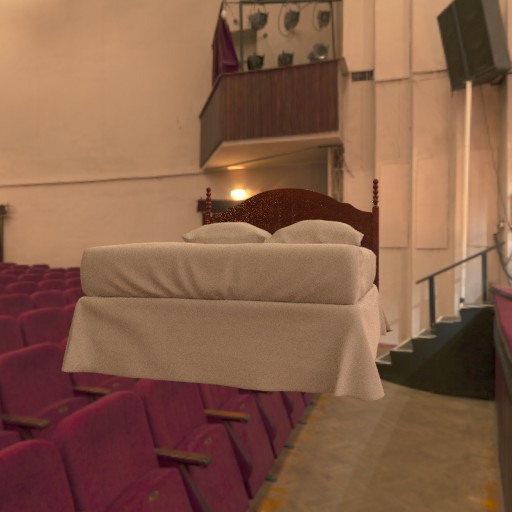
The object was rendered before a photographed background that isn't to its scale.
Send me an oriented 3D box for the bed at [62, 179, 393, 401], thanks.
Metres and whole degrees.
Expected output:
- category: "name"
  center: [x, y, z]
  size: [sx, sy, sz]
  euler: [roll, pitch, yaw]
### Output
- category: "bed"
  center: [0.000, 0.000, 3.204]
  size: [1.873, 1.356, 2.040]
  euler: [0, 0, 18]
